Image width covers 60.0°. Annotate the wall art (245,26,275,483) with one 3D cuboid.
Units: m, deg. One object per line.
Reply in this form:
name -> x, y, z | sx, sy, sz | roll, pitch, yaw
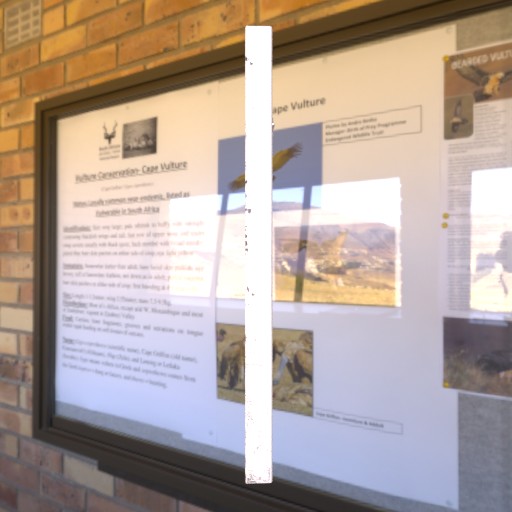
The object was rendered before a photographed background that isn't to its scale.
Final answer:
wall art -> 0.000, 0.000, 0.892 | 0.040, 0.611, 0.610 | 0, -1, -1
